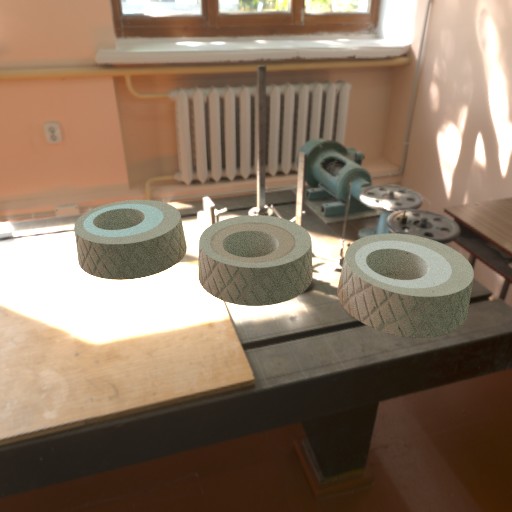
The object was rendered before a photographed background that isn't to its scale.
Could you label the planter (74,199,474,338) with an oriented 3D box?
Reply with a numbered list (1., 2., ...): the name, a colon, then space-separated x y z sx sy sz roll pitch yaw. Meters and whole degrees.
1. planter: 0.000 0.000 0.431 0.390 0.038 0.114 9 31 15
